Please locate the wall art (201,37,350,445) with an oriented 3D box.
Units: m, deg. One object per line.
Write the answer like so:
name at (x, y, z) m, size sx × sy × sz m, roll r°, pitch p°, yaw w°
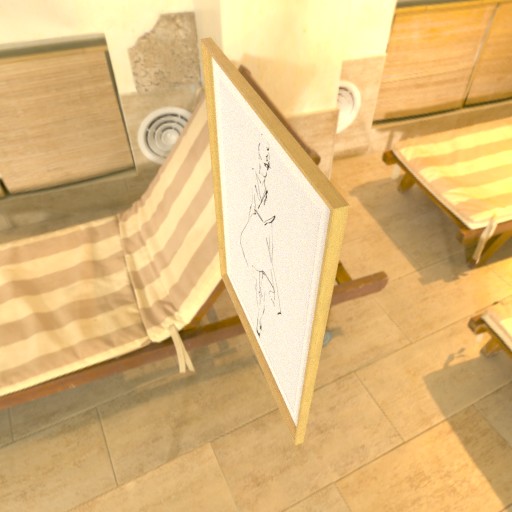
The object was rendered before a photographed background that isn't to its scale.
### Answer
wall art at (0.000, 0.000, 1.354) m, size 0.030 × 1.002 × 0.798 m, roll -15°, pitch 48°, yaw -14°
